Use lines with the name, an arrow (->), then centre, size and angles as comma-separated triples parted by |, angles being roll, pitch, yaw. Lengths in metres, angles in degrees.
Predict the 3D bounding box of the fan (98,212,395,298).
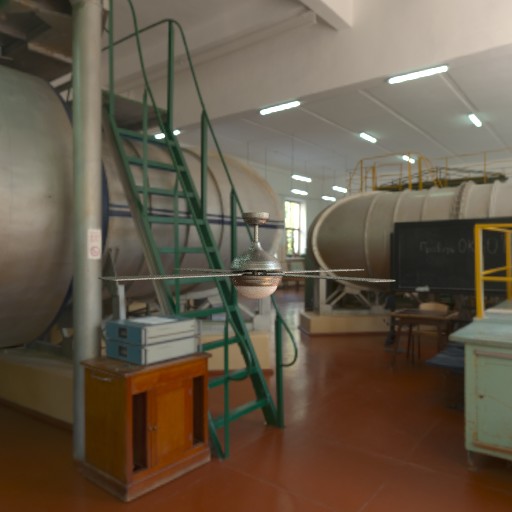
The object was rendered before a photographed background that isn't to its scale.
fan -> 0.000, 0.000, 1.990 | 1.321, 0.381, 1.321 | 0, 1, -17
